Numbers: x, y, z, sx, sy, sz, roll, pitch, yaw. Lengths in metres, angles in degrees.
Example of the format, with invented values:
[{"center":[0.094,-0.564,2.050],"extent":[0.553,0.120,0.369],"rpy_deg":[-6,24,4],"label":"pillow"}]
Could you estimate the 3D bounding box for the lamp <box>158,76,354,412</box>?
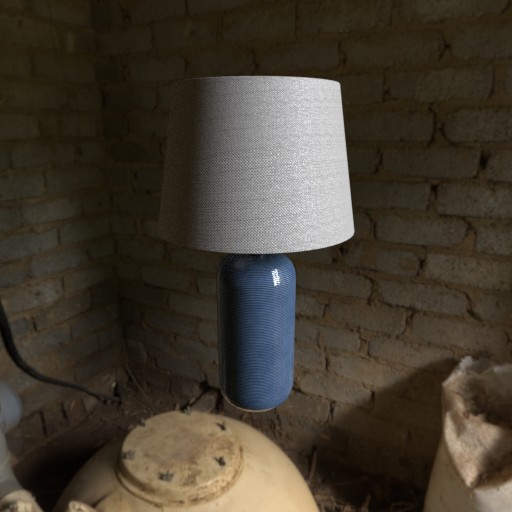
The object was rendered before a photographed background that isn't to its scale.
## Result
[{"center":[0.000,0.000,0.593],"extent":[0.253,0.428,0.253],"rpy_deg":[0,16,0],"label":"lamp"}]
